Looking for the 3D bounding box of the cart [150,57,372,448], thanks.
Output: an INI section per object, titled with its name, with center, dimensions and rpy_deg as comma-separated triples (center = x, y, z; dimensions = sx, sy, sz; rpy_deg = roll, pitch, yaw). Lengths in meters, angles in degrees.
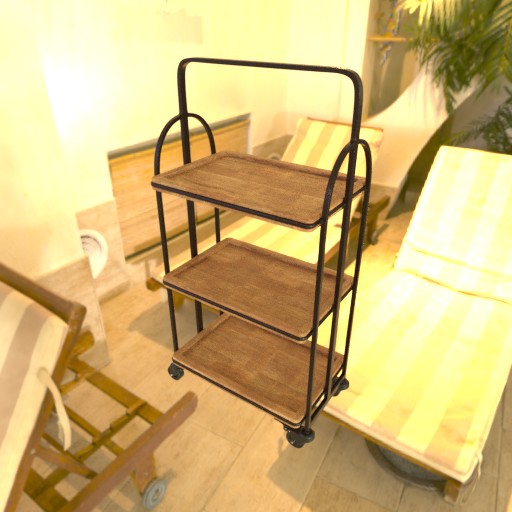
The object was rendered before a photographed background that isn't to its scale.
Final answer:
[cart]
center = 0.000, 0.000, 1.239
dimensions = 0.553, 1.001, 0.327
rpy_deg = 18, 34, 30
